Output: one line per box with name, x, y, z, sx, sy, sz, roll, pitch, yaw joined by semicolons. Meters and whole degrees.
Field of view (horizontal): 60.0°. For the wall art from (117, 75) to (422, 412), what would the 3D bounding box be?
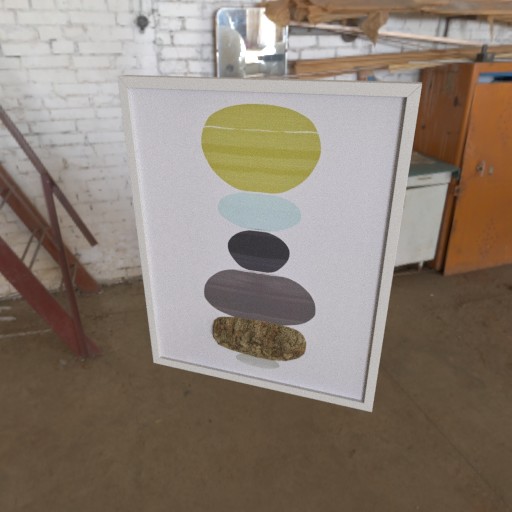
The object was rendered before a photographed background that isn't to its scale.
wall art;0.000;0.000;1.028;0.611;0.763;0.055;8;27;16
